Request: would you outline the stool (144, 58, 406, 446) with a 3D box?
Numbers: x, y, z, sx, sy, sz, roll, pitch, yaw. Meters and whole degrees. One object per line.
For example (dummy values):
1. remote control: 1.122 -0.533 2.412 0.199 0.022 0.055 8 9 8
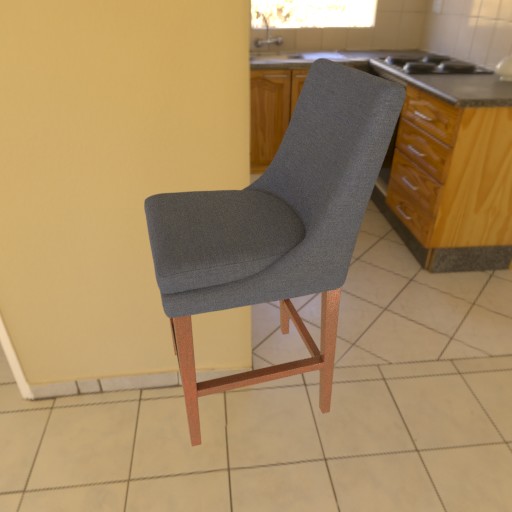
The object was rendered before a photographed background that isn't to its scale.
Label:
1. stool: 0.000 0.000 1.272 0.577 0.981 0.470 -9 33 -14
